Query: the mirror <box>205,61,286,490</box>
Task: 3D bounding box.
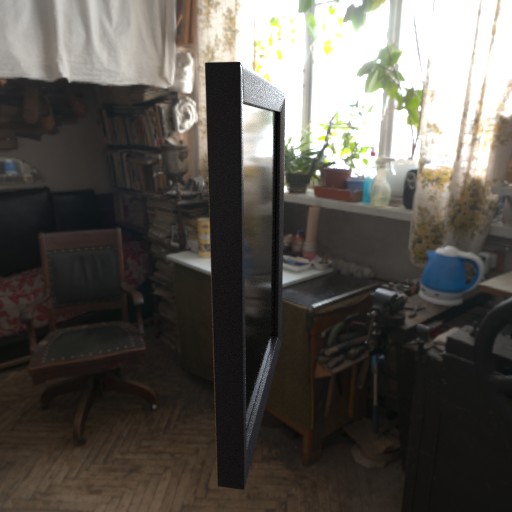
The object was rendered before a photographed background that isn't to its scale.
[{"bbox_3d":[0.000,0.000,0.693,0.041,0.508,0.405,3,16,10],"label":"mirror"}]
